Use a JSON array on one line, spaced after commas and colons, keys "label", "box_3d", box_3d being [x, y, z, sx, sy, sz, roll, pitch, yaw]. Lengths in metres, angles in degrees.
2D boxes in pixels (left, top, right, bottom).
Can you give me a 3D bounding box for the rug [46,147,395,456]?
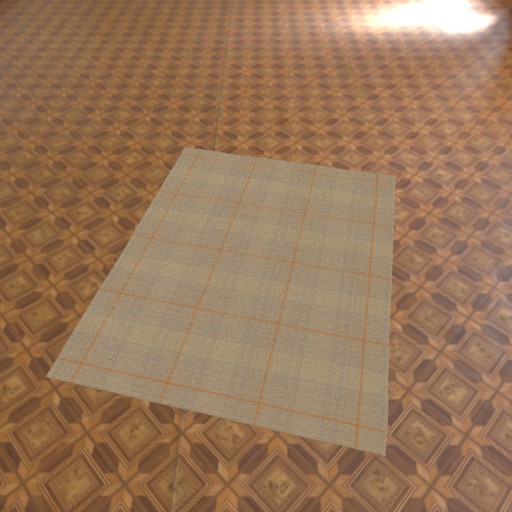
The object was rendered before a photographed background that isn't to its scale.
[{"label": "rug", "box_3d": [0.000, 0.000, 4.059, 2.448, 0.021, 3.051, 10, 48, 9]}]
